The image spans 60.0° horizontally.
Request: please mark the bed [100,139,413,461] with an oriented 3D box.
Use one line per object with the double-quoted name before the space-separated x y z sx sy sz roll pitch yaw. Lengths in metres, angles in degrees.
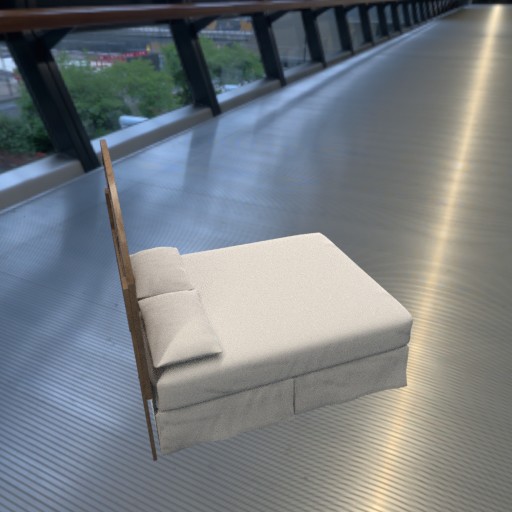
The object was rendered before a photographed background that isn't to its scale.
"bed" 0.000 0.000 3.557 2.112 2.002 1.713 -10 31 -17
